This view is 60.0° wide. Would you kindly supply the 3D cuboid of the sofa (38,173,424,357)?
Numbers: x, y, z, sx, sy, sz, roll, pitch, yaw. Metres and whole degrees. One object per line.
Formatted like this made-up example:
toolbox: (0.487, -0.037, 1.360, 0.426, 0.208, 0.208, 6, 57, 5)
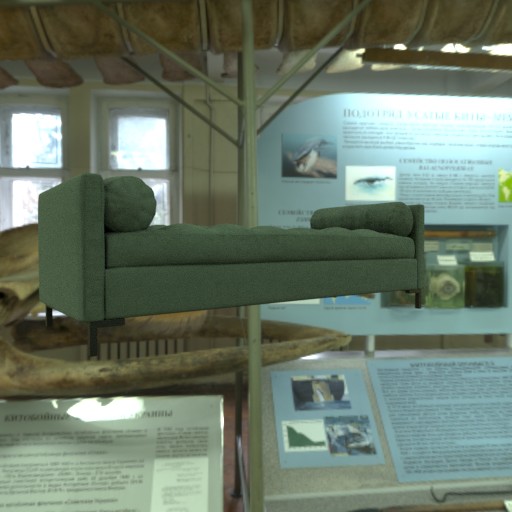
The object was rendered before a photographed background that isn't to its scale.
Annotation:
sofa: (0.000, 0.000, 2.496, 2.130, 0.681, 0.817, -1, 2, -36)
